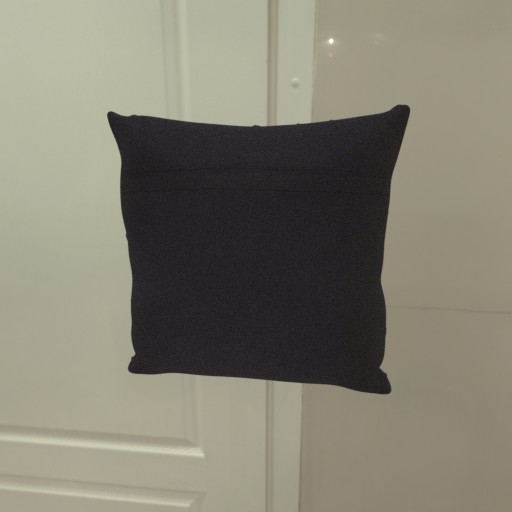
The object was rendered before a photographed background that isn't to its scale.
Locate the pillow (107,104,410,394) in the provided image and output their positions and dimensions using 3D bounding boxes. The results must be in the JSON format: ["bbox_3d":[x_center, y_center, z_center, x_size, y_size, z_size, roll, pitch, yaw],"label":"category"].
[{"bbox_3d":[0.000,0.000,0.683,0.439,0.440,0.183,2,16,7],"label":"pillow"}]
